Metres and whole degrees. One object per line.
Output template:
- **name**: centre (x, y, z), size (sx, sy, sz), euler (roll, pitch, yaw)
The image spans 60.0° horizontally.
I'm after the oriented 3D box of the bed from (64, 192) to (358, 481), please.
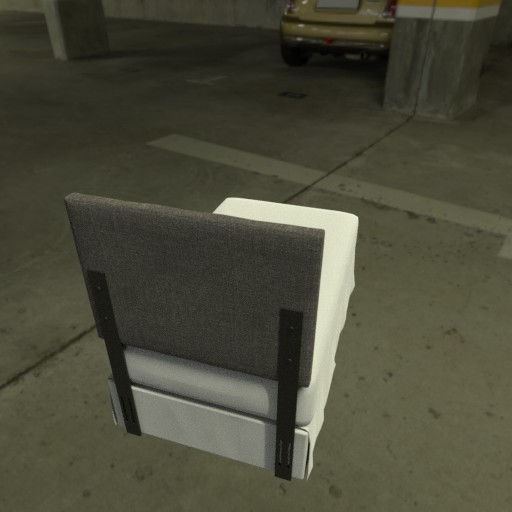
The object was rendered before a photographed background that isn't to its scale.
- **bed**: centre (0.000, 0.000, 2.968), size (1.261, 1.571, 1.997), euler (10, 34, 15)
